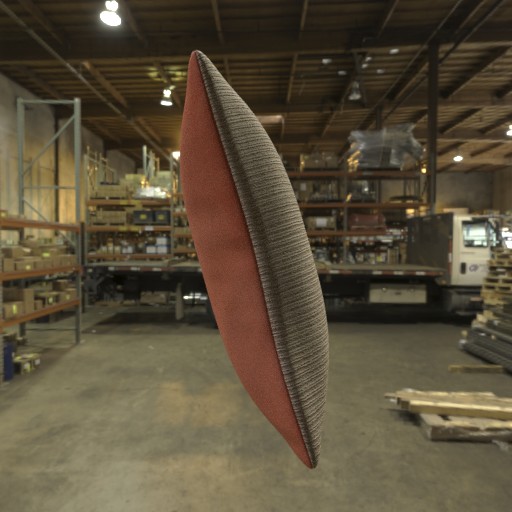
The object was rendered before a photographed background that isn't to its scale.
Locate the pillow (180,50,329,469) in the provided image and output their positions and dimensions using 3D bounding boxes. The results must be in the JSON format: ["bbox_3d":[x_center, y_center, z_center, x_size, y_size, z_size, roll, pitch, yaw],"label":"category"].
[{"bbox_3d":[0.000,0.000,0.630,0.177,0.401,0.424,0,2,0],"label":"pillow"}]
